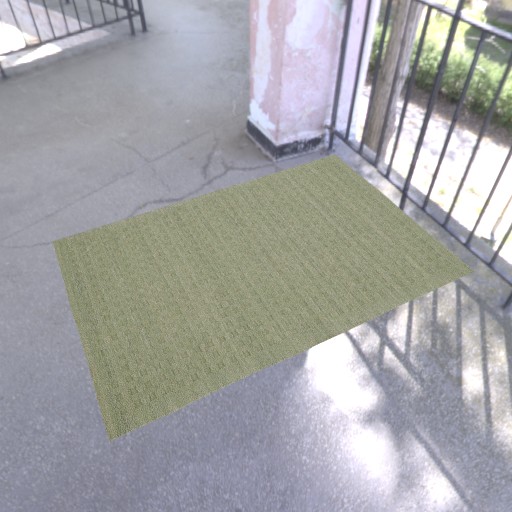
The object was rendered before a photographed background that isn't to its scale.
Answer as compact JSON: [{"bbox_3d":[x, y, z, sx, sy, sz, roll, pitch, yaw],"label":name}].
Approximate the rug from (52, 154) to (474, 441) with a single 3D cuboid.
[{"bbox_3d":[0.000,0.000,2.182,1.747,0.006,1.143,-20,49,-19],"label":"rug"}]
